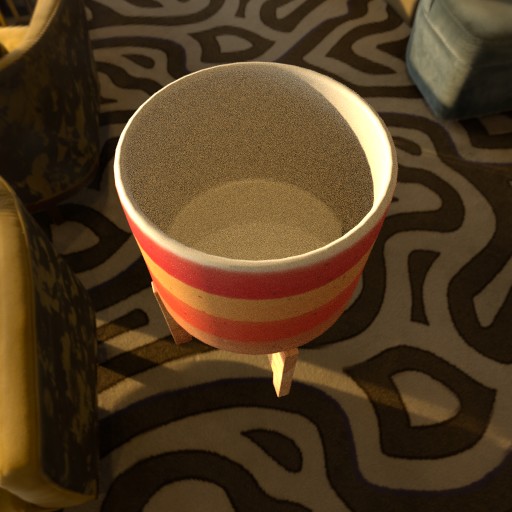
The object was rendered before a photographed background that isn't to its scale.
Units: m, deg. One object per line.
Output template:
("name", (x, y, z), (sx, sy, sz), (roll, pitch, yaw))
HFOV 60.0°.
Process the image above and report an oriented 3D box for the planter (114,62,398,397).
("planter", (0.000, 0.000, 0.564), (0.269, 0.379, 0.269), (0, 58, 0))
